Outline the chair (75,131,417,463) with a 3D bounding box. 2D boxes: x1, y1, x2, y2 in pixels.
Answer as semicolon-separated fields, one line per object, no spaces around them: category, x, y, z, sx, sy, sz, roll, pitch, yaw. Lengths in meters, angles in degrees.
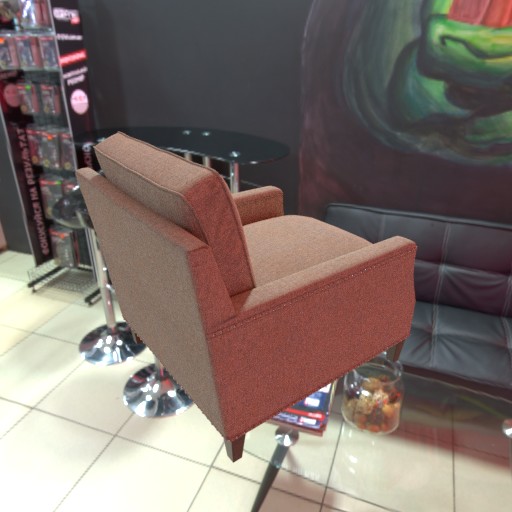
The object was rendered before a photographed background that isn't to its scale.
chair;0.000;0.000;1.718;1.014;0.943;0.853;-18;32;-32
